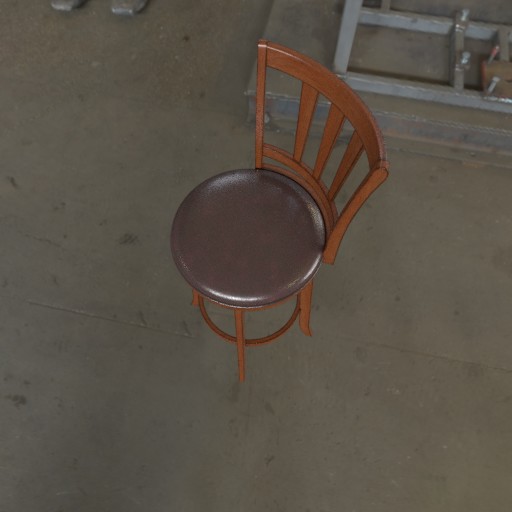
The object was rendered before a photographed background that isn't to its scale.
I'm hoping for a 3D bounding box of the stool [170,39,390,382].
[{"bbox_3d":[0.000,0.000,1.439,0.503,1.177,0.464,-31,67,-14],"label":"stool"}]
